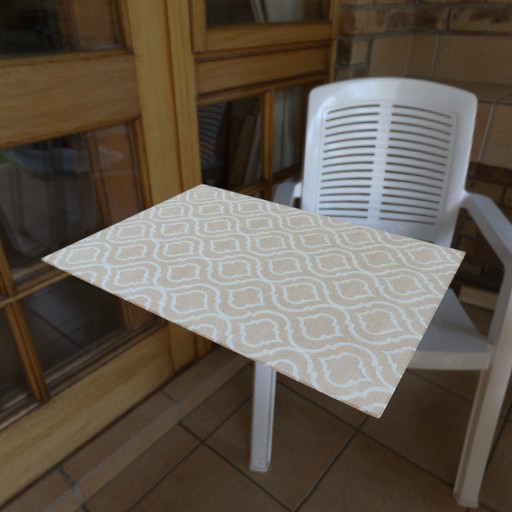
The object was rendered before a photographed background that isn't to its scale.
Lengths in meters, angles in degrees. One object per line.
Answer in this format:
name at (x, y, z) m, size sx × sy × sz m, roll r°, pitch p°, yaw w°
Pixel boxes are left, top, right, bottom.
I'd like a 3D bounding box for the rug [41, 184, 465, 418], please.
rug at (0.000, 0.000, 2.731) m, size 2.134 × 0.010 × 1.524 m, roll 18°, pitch 35°, yaw 29°
